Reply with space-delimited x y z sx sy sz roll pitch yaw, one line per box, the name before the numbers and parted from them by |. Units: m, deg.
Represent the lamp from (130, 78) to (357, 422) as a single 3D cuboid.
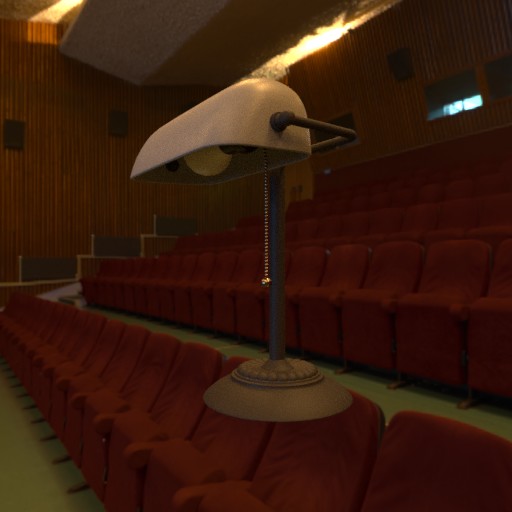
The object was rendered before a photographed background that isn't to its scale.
lamp | 0.000 0.000 0.521 0.243 0.339 0.264 1 -1 -36
